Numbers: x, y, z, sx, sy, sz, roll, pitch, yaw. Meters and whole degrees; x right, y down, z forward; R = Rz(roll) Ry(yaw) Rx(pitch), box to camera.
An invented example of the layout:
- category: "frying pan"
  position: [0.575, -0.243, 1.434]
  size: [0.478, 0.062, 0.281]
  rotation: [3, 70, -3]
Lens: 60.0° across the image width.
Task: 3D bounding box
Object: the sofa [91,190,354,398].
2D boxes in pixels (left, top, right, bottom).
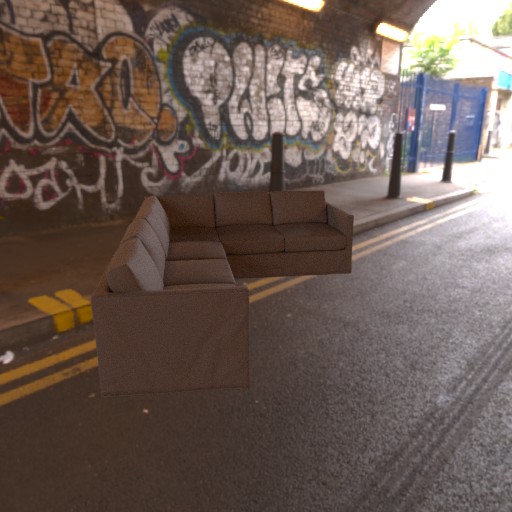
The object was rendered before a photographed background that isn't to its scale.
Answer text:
- category: "sofa"
  position: [0.000, 0.000, 4.281]
  size: [2.432, 0.871, 3.182]
  rotation: [-3, 16, -9]
